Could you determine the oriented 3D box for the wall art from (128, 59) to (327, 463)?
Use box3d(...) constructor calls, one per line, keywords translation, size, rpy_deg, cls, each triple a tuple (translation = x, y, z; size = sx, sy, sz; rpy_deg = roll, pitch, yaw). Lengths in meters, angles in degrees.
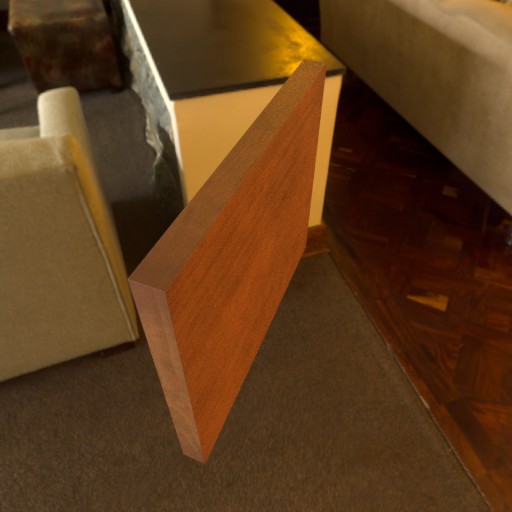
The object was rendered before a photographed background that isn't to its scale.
box3d(translation=(0.000, 0.000, 0.551), size=(0.030, 0.328, 0.401), rpy_deg=(16, 48, 15), cls="wall art")
